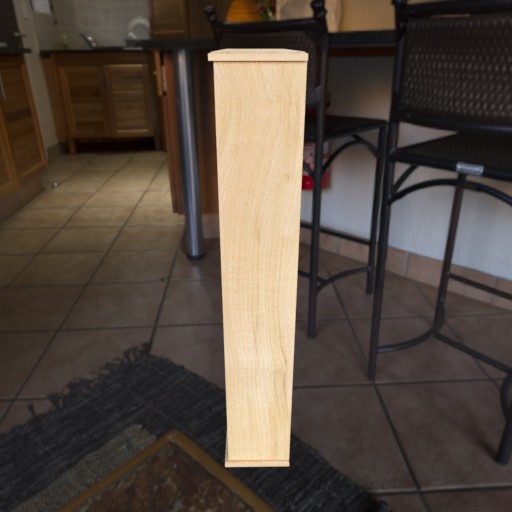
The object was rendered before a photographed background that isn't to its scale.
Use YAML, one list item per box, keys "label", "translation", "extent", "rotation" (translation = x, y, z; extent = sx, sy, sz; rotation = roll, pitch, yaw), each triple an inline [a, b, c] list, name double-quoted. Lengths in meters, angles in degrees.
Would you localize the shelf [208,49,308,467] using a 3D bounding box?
- label: "shelf"
  translation: [0.000, 0.000, 1.222]
  extent: [0.175, 1.030, 0.520]
  rotation: [0, 26, -1]
